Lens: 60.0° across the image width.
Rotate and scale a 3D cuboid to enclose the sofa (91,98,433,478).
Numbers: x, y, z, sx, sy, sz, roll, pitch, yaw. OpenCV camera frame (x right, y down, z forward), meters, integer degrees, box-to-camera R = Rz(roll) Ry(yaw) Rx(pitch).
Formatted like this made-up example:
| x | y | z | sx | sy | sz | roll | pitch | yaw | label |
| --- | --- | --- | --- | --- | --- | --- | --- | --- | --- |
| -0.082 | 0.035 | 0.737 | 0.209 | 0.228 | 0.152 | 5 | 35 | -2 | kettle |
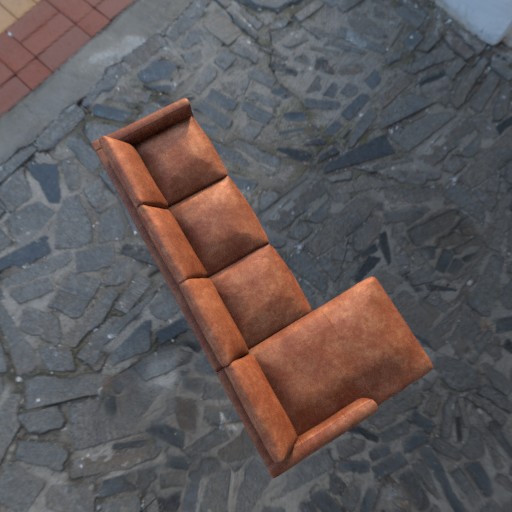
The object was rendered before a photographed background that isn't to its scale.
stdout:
| x | y | z | sx | sy | sz | roll | pitch | yaw | label |
| --- | --- | --- | --- | --- | --- | --- | --- | --- | --- |
| 0.000 | 0.000 | 3.685 | 1.471 | 0.859 | 2.993 | -30 | 78 | -7 | sofa |
